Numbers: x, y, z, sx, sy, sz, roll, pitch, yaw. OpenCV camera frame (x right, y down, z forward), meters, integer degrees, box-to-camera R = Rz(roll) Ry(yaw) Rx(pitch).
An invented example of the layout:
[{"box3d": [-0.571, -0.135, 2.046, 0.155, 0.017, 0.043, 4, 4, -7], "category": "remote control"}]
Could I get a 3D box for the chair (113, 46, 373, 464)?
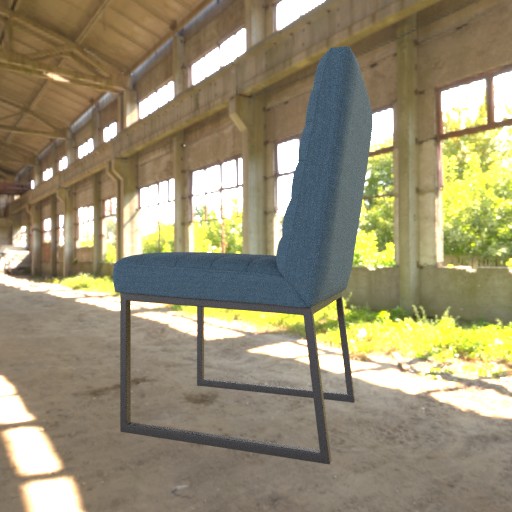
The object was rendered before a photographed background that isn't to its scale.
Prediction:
[{"box3d": [0.000, 0.000, 1.290, 0.634, 0.930, 0.520, 0, 0, 19], "category": "chair"}]
